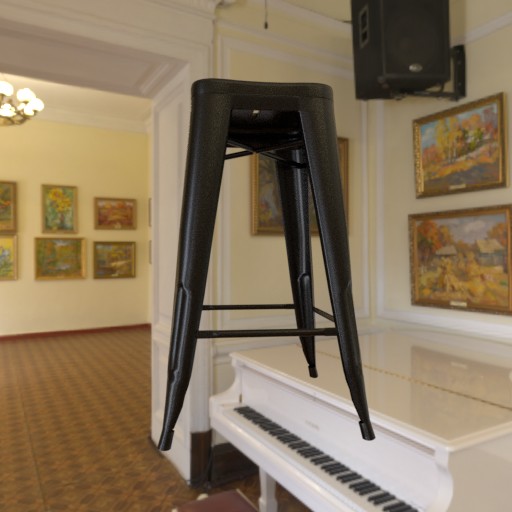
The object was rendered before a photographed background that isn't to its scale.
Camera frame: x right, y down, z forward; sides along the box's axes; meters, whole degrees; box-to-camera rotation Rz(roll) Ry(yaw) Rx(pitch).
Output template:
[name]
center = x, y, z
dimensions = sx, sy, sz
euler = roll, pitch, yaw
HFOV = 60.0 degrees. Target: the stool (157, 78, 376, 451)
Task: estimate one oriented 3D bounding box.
[stool]
center = 0.000, 0.000, 0.903
dimensions = 0.423, 0.609, 0.455
euler = 0, 0, -18
